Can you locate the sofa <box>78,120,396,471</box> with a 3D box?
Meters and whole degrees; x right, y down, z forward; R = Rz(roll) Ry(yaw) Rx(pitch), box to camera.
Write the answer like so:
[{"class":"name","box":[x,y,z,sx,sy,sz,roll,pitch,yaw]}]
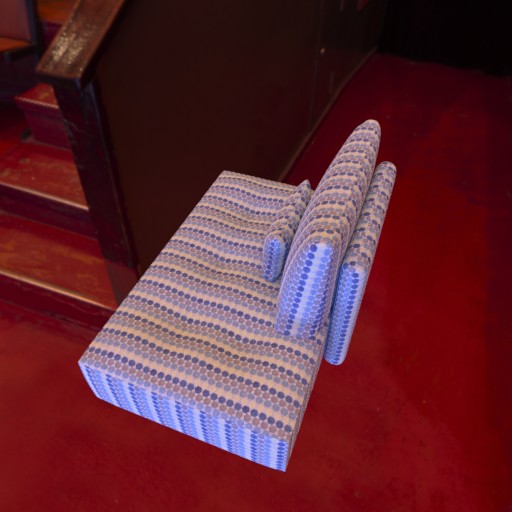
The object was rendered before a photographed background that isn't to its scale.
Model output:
[{"class":"sofa","box":[0.000,0.000,2.023,1.000,0.820,1.450,16,47,15]}]
